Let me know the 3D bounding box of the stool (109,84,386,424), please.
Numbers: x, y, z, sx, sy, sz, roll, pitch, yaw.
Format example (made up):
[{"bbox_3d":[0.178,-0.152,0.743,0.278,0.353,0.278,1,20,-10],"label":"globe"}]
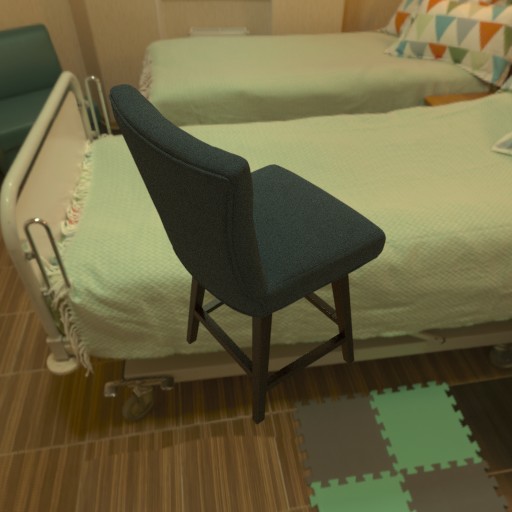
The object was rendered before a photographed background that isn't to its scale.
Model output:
[{"bbox_3d":[0.000,0.000,1.341,0.574,1.000,0.514,-28,48,-28],"label":"stool"}]
